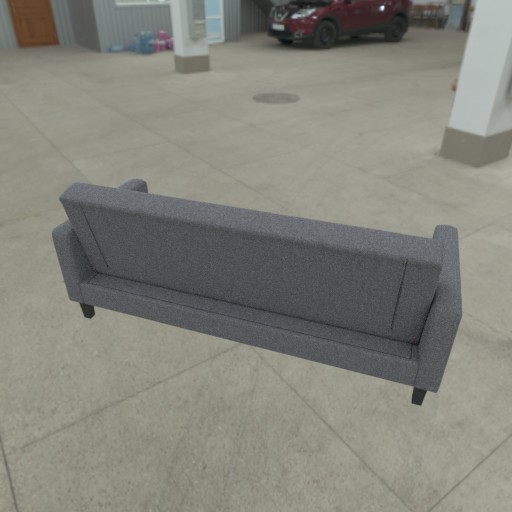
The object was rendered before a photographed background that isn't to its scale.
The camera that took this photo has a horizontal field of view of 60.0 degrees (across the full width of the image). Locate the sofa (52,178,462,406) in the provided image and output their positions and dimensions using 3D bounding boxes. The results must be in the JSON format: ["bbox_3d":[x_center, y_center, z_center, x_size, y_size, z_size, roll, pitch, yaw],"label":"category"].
[{"bbox_3d":[0.000,0.000,2.441,2.040,0.850,0.810,11,34,17],"label":"sofa"}]
